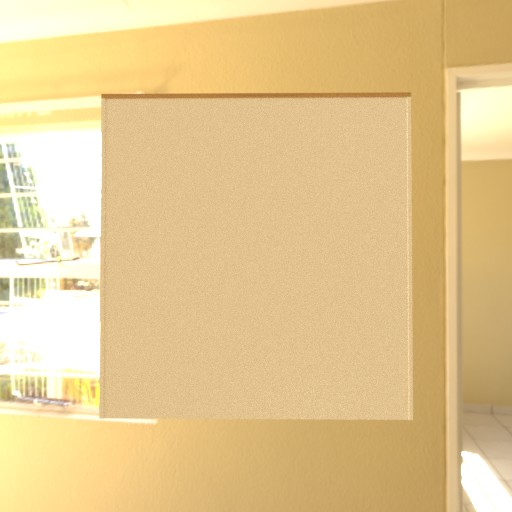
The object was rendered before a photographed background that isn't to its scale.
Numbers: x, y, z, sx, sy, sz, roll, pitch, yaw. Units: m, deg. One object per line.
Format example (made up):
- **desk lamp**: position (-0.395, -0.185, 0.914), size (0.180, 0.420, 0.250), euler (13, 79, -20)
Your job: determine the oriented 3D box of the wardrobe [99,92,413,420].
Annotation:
- **wardrobe**: position (0.000, 0.000, 3.364), size (2.160, 2.260, 0.590), euler (0, -1, 1)
